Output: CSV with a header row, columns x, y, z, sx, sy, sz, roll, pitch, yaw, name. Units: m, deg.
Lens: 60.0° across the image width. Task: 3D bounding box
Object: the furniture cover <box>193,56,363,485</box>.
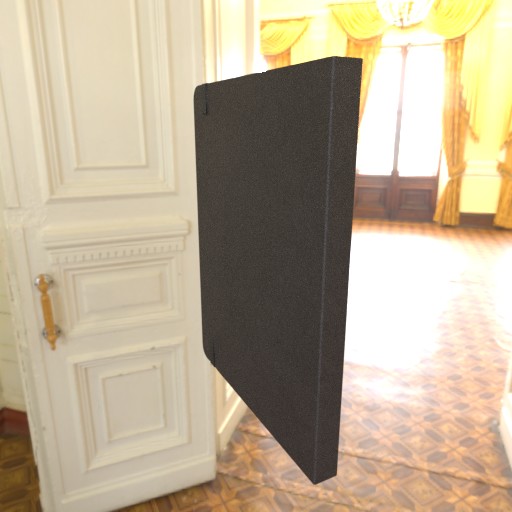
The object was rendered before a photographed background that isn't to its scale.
x,y,z,sx,sy,sz,roll,pitch,yaw,name
0.000,0.000,0.370,0.023,0.281,0.216,-8,18,-27,furniture cover
